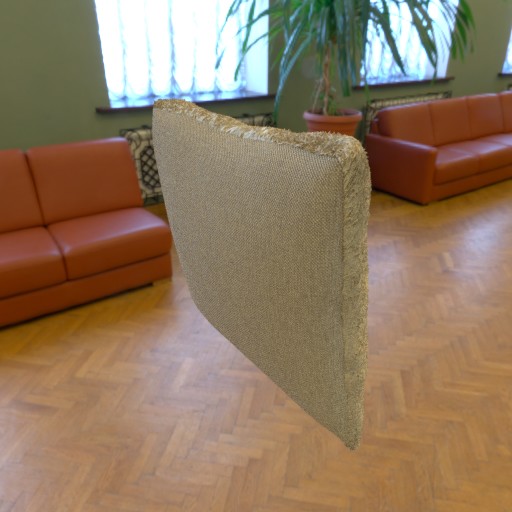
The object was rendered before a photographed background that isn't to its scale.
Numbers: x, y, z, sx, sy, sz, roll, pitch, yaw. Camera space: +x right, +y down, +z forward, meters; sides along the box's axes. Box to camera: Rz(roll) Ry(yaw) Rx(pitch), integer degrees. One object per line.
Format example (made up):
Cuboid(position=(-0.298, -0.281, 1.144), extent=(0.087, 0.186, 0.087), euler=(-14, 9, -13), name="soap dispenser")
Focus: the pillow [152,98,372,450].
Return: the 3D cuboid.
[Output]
Cuboid(position=(0.000, 0.000, 0.792), extent=(0.218, 0.515, 0.529), euler=(-18, 32, -31), name="pillow")
